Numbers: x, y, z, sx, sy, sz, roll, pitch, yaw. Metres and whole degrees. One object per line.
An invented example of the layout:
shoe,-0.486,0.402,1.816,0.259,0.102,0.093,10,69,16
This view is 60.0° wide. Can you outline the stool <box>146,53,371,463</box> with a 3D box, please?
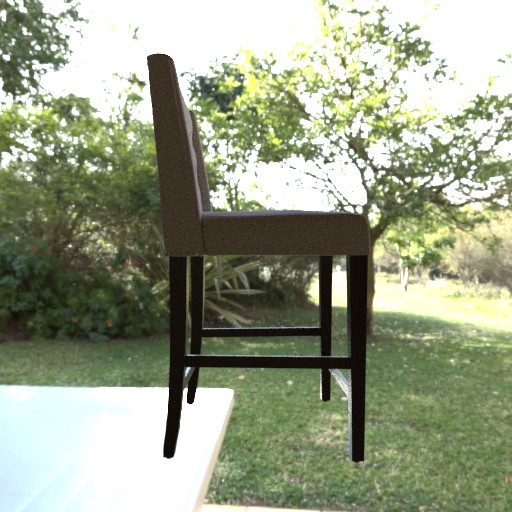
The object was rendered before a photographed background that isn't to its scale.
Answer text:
stool,0.000,0.000,1.221,0.509,0.939,0.474,0,0,-1
